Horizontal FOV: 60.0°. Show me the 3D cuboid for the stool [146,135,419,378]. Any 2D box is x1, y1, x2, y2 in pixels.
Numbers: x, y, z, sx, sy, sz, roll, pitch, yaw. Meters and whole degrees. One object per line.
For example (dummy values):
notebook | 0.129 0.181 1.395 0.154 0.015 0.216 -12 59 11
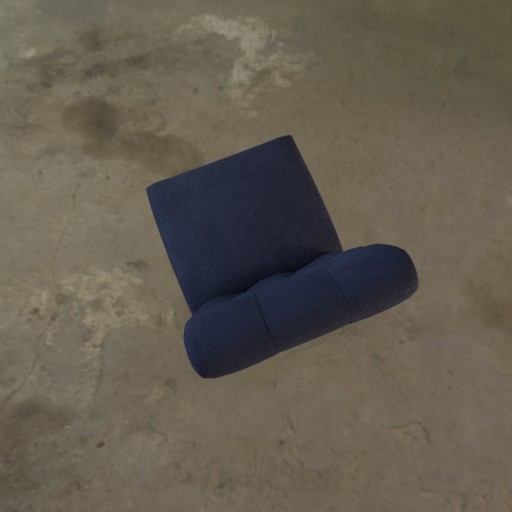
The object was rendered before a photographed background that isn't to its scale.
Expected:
stool | 0.000 0.000 1.357 0.493 1.010 0.601 -21 77 -5
